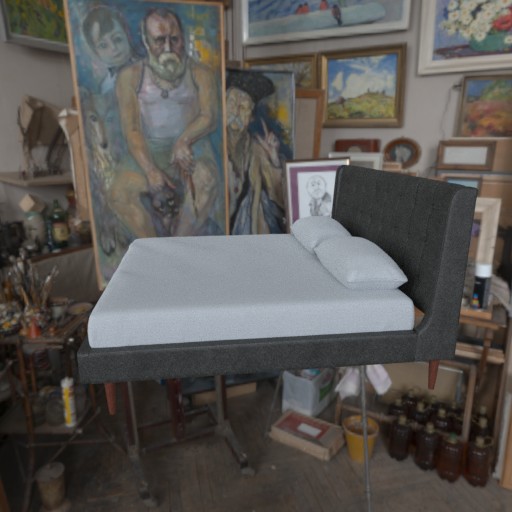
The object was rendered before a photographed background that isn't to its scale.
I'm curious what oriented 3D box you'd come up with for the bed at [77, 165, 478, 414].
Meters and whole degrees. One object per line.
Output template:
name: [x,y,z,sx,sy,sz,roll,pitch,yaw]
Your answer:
bed: [0.000,0.000,3.152,2.031,1.158,1.903,-2,15,-7]
